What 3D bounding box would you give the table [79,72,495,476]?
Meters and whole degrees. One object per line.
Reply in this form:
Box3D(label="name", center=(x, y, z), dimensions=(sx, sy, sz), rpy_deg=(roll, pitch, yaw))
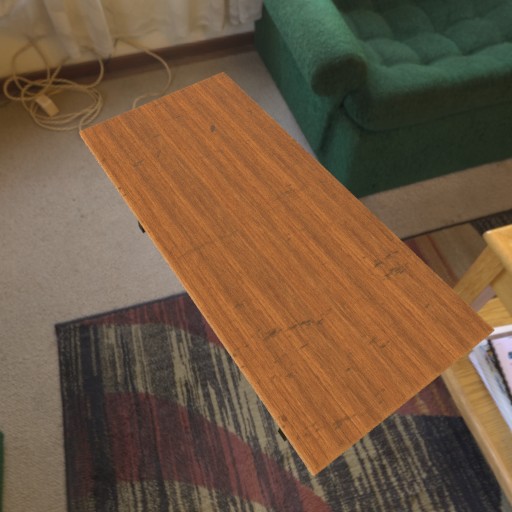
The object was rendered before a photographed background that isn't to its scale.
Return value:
Box3D(label="table", center=(0.000, 0.000, 2.571), dimensions=(1.000, 0.757, 2.200), rpy_deg=(-30, 62, -18))
